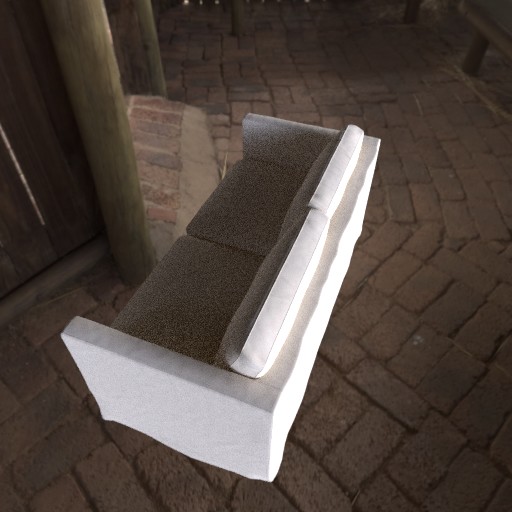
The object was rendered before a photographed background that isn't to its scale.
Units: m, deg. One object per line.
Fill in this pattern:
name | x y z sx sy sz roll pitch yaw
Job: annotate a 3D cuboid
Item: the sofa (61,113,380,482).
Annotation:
sofa | 0.000 0.000 2.485 0.940 0.870 1.987 16 48 15
